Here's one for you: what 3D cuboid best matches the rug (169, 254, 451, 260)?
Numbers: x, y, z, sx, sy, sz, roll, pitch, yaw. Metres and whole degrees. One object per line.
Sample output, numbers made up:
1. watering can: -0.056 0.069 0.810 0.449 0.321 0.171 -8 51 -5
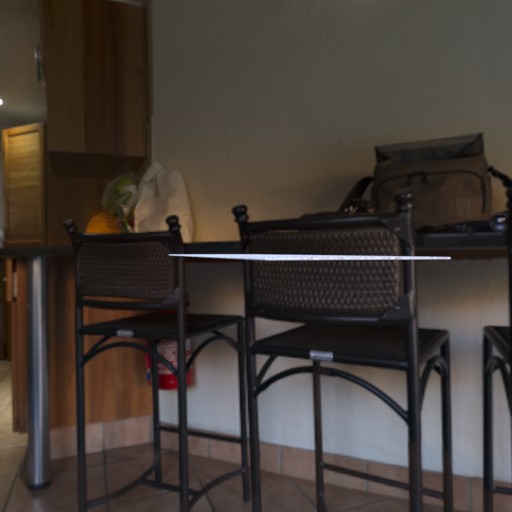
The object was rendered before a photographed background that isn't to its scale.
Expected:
1. rug: 0.000 0.000 2.712 0.750 0.009 2.435 0 0 -18
